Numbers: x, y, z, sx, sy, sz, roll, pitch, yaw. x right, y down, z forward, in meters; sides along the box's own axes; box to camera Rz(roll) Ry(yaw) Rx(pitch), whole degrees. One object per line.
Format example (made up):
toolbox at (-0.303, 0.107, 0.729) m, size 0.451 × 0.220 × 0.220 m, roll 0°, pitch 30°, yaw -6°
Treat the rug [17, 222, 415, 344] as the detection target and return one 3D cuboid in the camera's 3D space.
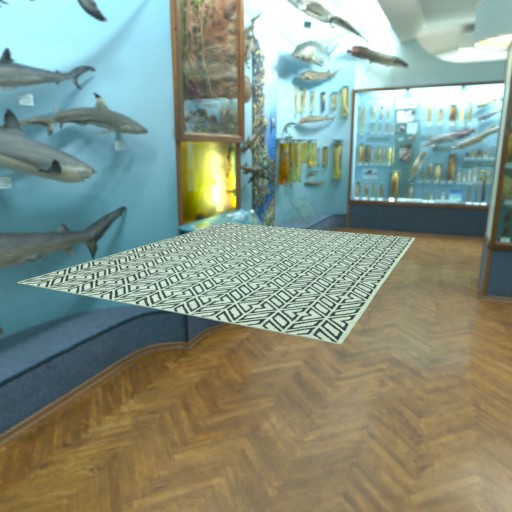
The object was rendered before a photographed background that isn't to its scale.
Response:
rug at (0.000, 0.000, 4.065) m, size 2.421 × 0.008 × 3.045 m, roll 6°, pitch 15°, yaw 25°
